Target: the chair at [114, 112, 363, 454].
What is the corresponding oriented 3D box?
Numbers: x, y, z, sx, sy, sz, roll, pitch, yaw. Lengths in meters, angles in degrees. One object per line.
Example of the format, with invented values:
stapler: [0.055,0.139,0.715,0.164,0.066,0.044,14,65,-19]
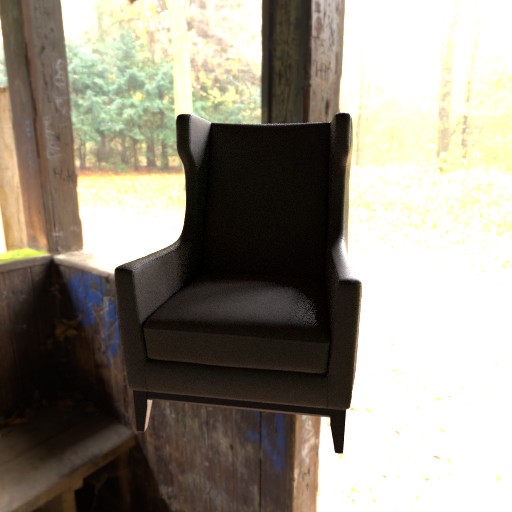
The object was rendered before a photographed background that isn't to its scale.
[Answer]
chair: [0.000,0.000,1.728,0.769,1.079,0.899,2,15,9]
